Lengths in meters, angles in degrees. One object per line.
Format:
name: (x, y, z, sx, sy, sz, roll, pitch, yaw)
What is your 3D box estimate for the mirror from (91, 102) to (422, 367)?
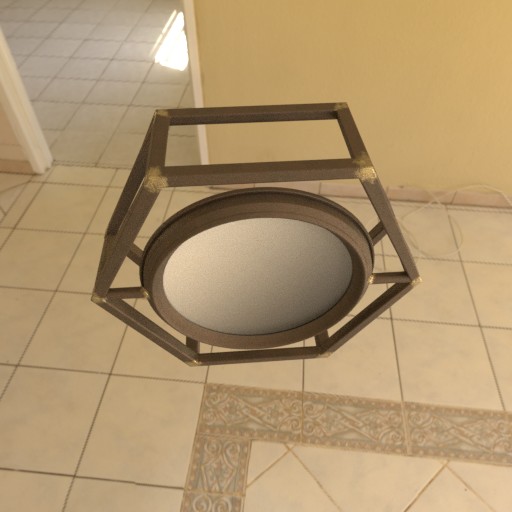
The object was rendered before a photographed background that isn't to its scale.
mirror: (0.000, 0.000, 0.543, 0.380, 0.334, 0.119, -3, 48, -3)
